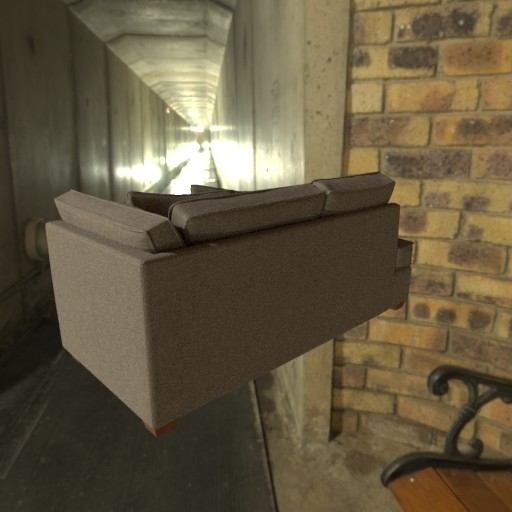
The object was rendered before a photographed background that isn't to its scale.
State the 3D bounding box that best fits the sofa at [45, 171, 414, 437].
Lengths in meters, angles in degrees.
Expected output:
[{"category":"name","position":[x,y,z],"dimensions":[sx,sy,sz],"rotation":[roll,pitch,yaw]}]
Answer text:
[{"category":"sofa","position":[0.000,0.000,2.890],"dimensions":[2.237,1.033,1.110],"rotation":[-15,22,-42]}]
